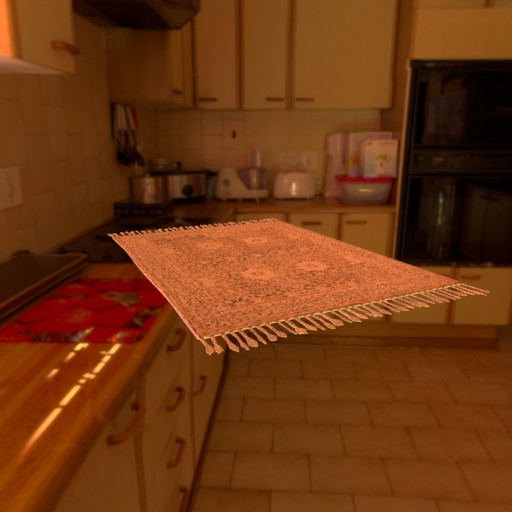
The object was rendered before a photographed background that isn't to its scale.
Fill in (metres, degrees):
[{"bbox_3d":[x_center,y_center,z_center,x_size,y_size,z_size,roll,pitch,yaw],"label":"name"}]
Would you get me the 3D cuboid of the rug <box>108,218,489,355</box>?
[{"bbox_3d":[0.000,0.000,3.091,1.619,0.023,2.465,-8,17,-26],"label":"rug"}]
